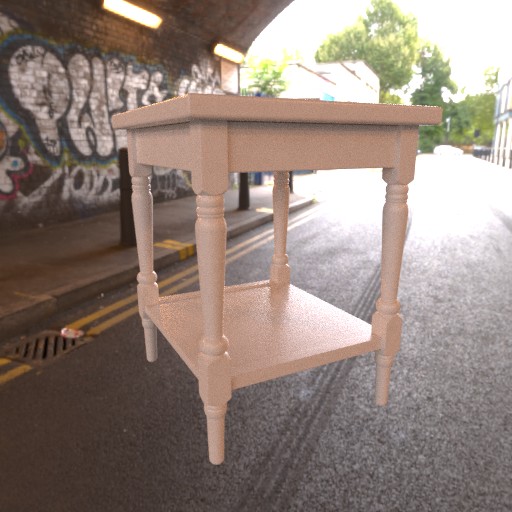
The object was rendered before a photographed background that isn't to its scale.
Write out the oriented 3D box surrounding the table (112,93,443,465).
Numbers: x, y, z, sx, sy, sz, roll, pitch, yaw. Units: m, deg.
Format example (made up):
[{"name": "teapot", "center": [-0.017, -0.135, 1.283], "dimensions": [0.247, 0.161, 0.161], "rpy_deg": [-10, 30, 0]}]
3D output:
[{"name": "table", "center": [0.000, 0.000, 0.909], "dimensions": [0.442, 0.565, 0.488], "rpy_deg": [-7, 16, -27]}]
